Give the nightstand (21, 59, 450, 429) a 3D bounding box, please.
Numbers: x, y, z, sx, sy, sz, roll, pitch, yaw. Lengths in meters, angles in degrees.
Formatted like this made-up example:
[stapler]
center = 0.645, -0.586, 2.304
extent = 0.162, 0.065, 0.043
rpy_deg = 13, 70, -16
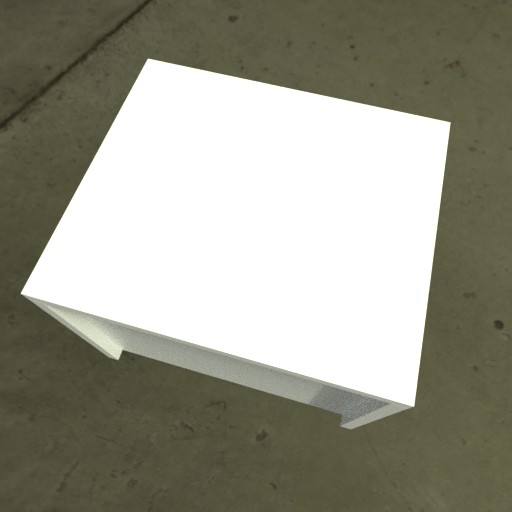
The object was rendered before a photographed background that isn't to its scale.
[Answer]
[nightstand]
center = 0.000, 0.000, 0.745
extent = 0.470, 0.351, 0.408
rpy_deg = 14, 66, 7
